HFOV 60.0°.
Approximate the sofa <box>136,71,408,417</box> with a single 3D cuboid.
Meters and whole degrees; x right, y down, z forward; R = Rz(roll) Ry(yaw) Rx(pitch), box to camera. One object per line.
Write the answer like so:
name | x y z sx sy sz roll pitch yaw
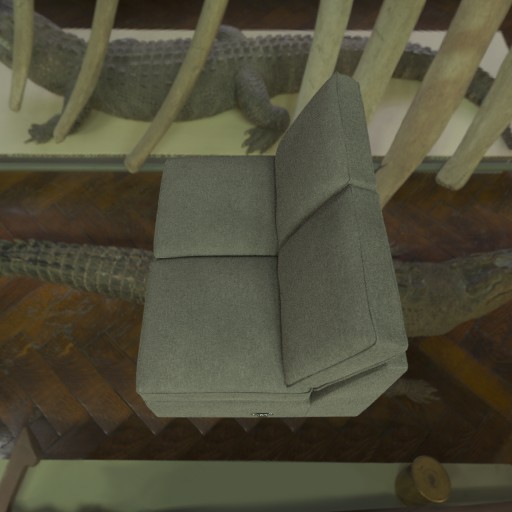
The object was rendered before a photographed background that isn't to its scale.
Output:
sofa | 0.000 0.000 1.974 0.951 1.008 1.237 0 60 0
